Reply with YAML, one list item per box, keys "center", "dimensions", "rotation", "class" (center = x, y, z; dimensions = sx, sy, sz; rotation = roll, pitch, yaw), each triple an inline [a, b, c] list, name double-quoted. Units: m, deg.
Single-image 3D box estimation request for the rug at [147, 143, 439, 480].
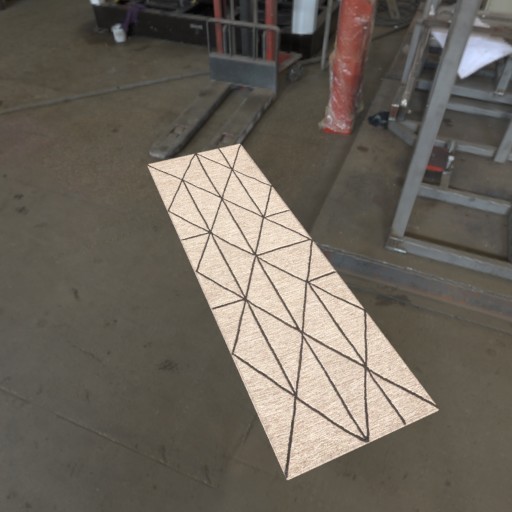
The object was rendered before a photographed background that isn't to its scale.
- center: [0.000, 0.000, 2.680]
  dimensions: [0.762, 0.012, 2.438]
  rotation: [-17, 48, -16]
  class: "rug"
